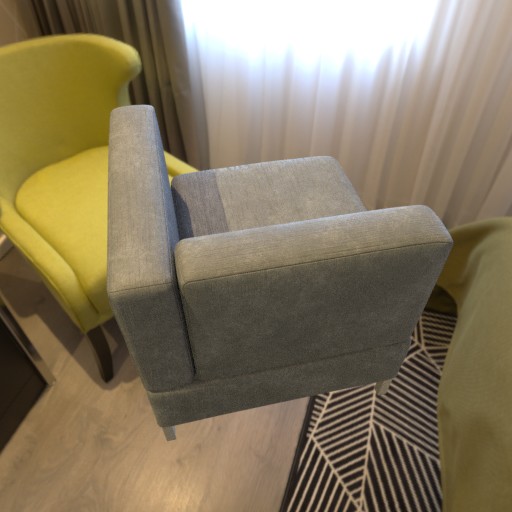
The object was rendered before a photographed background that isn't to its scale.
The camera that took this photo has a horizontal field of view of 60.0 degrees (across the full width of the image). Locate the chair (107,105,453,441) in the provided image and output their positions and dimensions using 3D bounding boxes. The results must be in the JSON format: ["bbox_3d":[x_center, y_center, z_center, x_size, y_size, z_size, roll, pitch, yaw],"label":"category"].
[{"bbox_3d":[0.000,0.000,1.230,0.680,0.660,0.680,-9,48,-8],"label":"chair"}]
